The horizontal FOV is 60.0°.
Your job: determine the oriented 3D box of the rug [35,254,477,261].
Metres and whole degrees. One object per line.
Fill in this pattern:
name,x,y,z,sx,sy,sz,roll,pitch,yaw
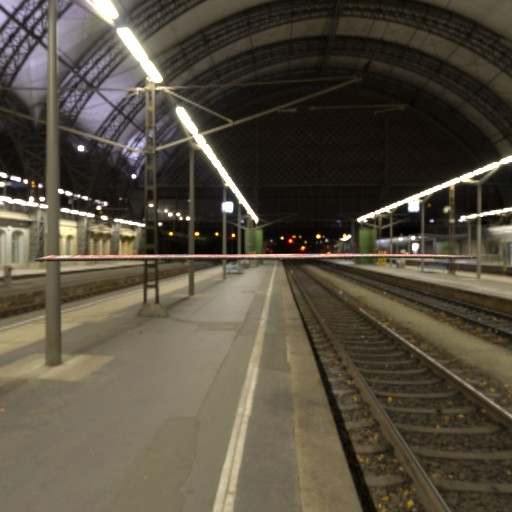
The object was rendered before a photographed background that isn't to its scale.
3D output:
rug,0.000,0.000,3.603,3.032,0.034,1.522,0,1,-18
